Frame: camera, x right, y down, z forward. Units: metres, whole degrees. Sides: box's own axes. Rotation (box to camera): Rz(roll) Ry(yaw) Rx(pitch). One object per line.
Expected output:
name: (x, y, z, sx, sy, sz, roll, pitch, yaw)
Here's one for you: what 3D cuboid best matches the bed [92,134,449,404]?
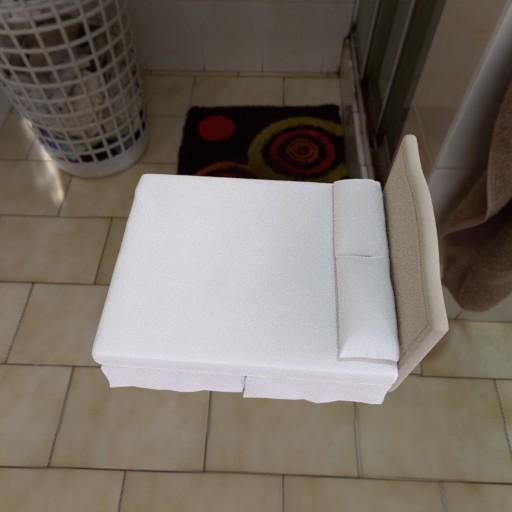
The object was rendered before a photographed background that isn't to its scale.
bed: (0.000, 0.000, 3.706, 2.477, 1.437, 1.977, 4, 58, 2)
